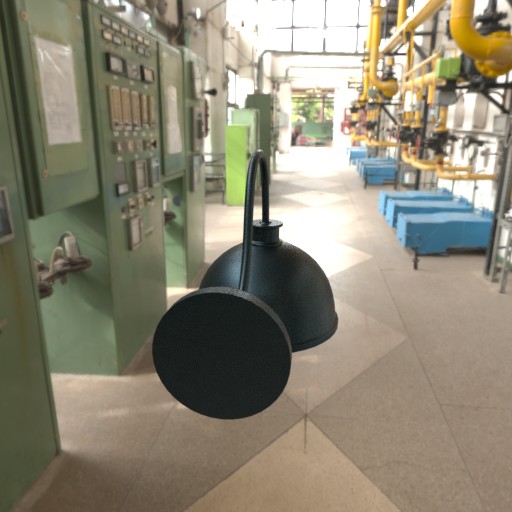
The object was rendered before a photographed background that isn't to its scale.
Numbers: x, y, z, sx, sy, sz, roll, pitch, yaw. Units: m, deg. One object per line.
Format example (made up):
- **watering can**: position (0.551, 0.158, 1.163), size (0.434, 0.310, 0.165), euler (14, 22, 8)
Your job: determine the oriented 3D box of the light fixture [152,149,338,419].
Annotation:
- **light fixture**: position (0.000, 0.000, 0.636), size (0.253, 0.295, 0.467), euler (2, 17, 8)
